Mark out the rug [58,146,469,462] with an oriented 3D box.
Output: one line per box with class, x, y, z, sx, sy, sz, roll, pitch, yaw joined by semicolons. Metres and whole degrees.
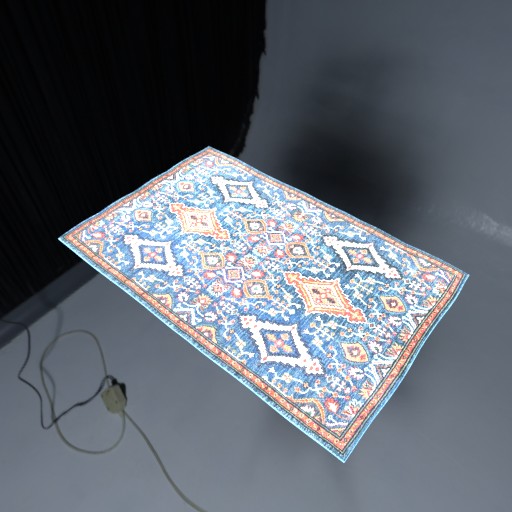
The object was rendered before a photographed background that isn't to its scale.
rug;0.000;0.000;2.337;1.847;0.014;1.195;31;54;26
